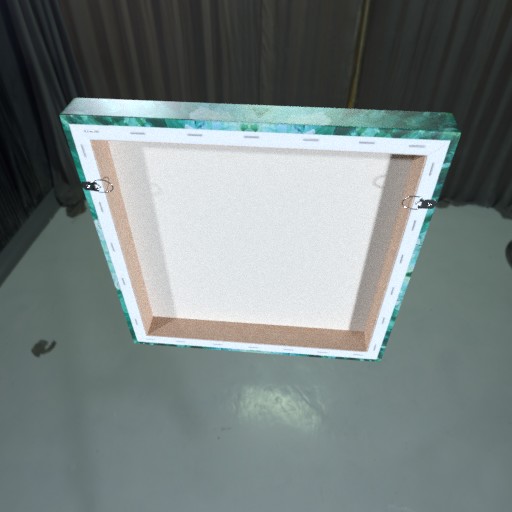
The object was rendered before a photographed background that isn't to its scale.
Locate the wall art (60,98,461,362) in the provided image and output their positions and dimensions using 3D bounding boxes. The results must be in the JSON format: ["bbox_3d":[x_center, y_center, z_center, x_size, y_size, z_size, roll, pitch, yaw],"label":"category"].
[{"bbox_3d":[0.000,0.000,0.461,0.313,0.313,0.033,4,44,4],"label":"wall art"}]
